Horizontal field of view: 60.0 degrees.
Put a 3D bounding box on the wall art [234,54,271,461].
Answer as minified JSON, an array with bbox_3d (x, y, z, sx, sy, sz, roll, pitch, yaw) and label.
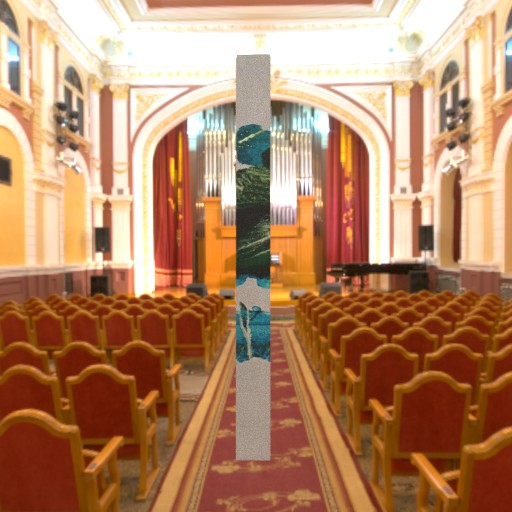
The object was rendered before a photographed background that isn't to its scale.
[{"bbox_3d":[0.000,0.000,0.727,0.041,0.435,0.507,0,1,1],"label":"wall art"}]
